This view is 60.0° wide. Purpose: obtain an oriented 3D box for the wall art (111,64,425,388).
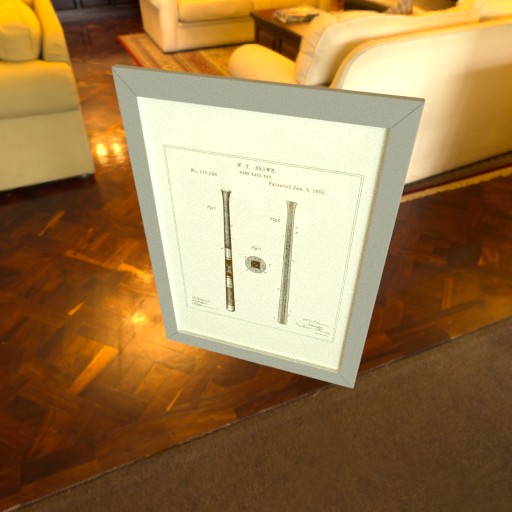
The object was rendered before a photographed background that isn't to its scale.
[{"bbox_3d":[0.000,0.000,0.682,0.374,0.529,0.012,12,42,13],"label":"wall art"}]
